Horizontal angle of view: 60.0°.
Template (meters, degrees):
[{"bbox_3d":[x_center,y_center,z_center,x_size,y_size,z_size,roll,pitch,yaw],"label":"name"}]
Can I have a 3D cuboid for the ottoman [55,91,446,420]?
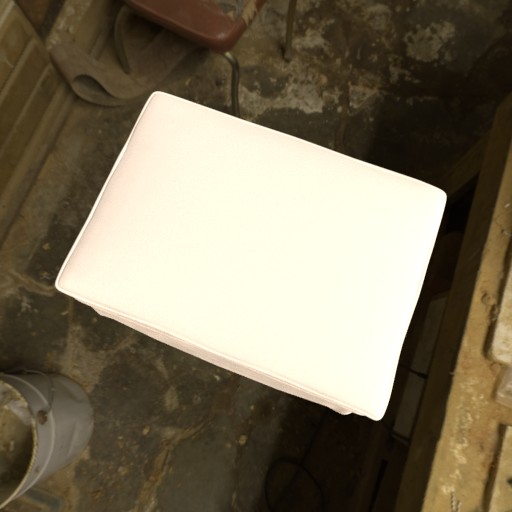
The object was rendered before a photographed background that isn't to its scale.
[{"bbox_3d":[0.000,0.000,1.373,0.944,0.479,0.703,21,76,5],"label":"ottoman"}]
